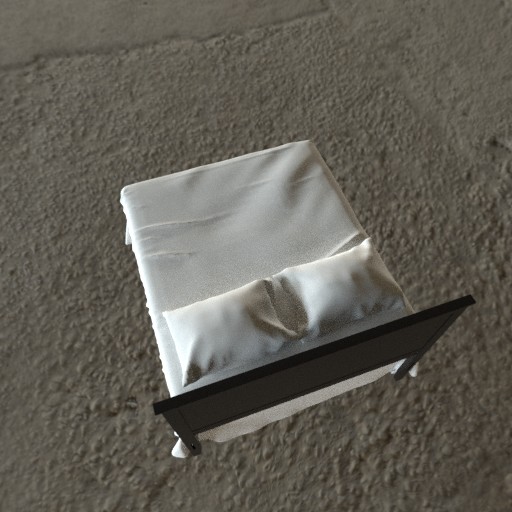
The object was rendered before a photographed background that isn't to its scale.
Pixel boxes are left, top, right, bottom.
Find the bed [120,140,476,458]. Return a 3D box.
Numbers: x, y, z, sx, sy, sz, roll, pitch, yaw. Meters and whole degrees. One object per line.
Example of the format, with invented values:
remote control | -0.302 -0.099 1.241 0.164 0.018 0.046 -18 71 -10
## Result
bed | 0.000 0.000 3.135 1.870 1.270 2.050 -17 59 -10
